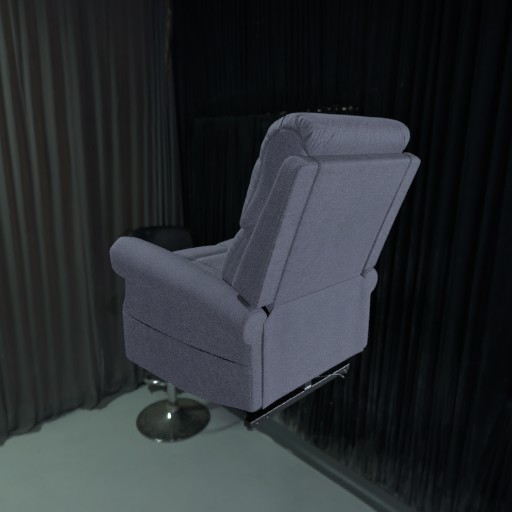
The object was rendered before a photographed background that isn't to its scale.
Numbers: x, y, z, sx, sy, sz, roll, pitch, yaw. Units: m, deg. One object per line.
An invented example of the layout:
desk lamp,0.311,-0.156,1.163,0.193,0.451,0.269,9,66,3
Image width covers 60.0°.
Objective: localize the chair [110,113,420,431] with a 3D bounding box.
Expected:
chair,0.000,0.000,1.755,0.871,1.031,0.979,-14,20,-43
